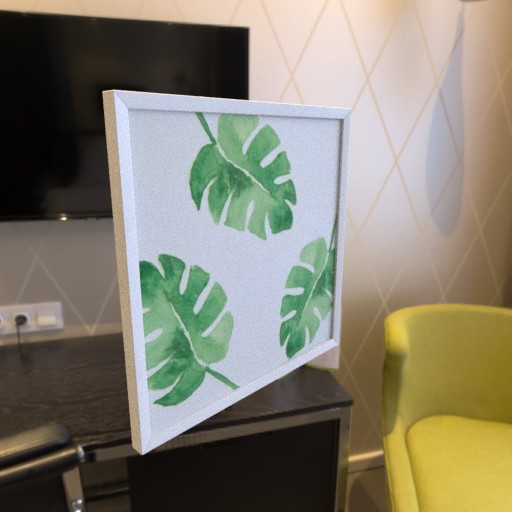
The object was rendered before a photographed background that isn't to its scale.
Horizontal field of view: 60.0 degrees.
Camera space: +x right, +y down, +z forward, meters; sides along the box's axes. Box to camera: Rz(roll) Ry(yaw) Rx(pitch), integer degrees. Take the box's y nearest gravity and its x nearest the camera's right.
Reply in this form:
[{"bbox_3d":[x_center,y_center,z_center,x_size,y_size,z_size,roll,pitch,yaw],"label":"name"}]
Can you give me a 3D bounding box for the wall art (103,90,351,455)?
[{"bbox_3d":[0.000,0.000,1.158,0.040,0.762,0.762,14,21,43],"label":"wall art"}]
